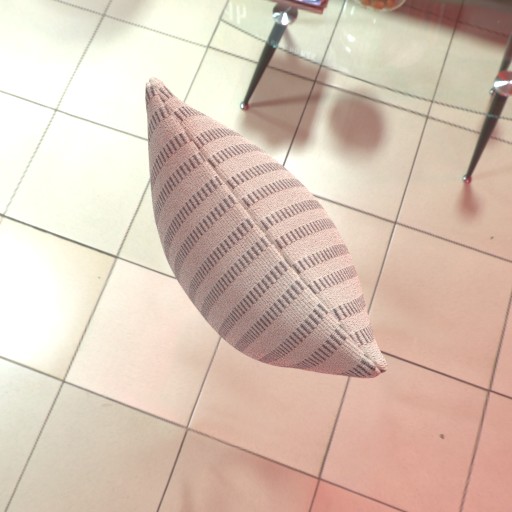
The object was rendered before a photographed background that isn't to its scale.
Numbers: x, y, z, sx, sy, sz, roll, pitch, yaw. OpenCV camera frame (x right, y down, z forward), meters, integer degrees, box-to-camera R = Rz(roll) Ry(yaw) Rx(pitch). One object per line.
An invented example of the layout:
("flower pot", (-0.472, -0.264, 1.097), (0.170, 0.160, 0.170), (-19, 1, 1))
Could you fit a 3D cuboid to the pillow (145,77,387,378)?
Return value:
("pillow", (0.000, 0.000, 0.694), (0.247, 0.419, 0.438), (-37, 80, -8))
